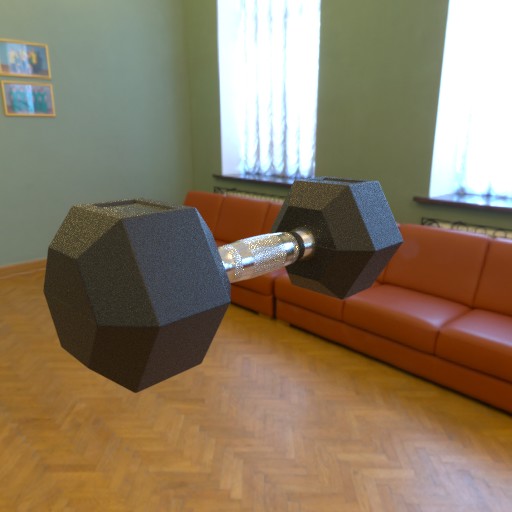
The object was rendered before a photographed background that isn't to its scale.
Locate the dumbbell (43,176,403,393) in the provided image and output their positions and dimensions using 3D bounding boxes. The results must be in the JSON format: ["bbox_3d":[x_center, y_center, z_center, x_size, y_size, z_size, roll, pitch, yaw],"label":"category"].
[{"bbox_3d":[0.000,0.000,0.418,0.141,0.123,0.356,15,22,43],"label":"dumbbell"}]
